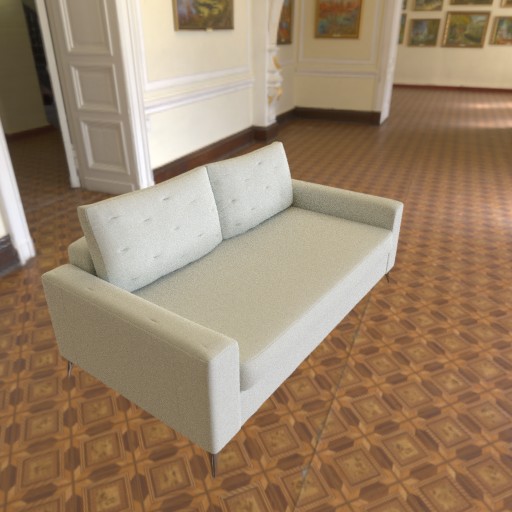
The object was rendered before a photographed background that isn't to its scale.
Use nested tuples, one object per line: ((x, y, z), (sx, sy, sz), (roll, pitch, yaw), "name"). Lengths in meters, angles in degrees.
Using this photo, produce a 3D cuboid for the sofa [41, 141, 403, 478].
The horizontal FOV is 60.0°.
((0.000, 0.000, 2.140), (0.920, 0.790, 1.650), (18, 32, 31), "sofa")
